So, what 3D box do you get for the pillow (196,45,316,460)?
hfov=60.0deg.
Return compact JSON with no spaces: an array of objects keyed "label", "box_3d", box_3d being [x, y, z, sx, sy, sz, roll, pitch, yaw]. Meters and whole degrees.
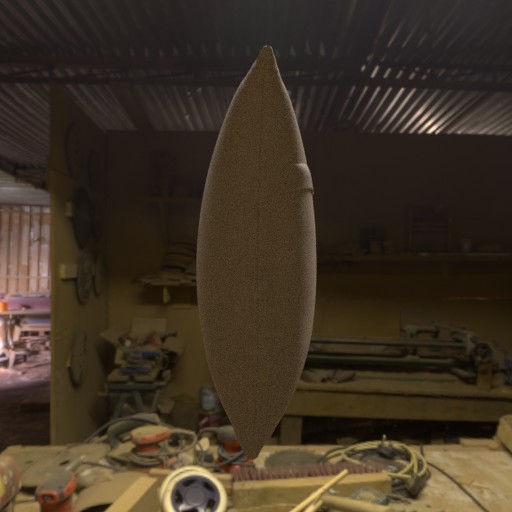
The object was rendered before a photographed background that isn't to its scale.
[{"label":"pillow","box_3d":[0.000,0.000,0.674,0.173,0.436,0.433,0,-1,0]}]
